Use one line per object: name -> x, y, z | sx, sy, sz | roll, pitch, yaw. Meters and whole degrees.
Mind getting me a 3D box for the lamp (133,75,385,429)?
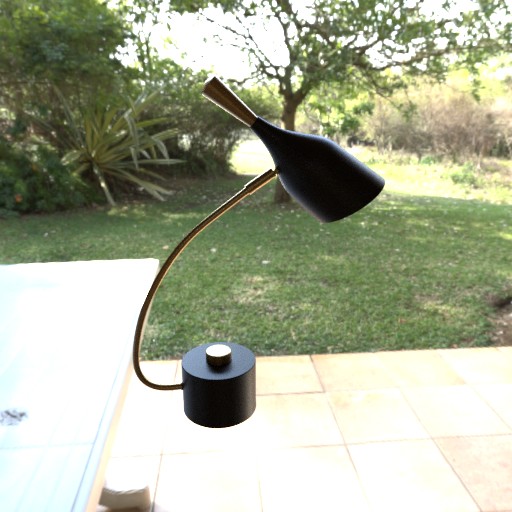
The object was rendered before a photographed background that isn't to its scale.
lamp -> 0.000, 0.000, 0.613 | 0.352, 0.464, 0.110 | -3, 17, -10
